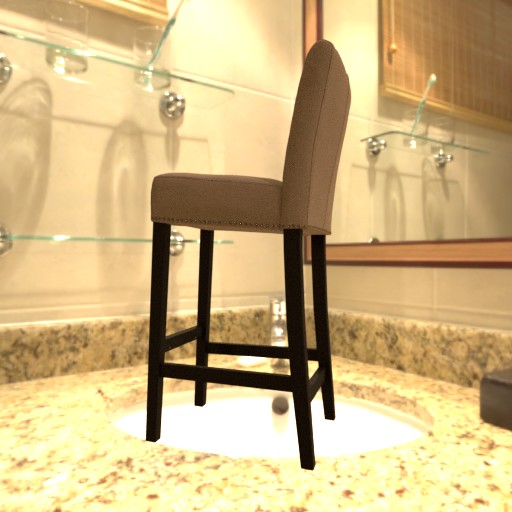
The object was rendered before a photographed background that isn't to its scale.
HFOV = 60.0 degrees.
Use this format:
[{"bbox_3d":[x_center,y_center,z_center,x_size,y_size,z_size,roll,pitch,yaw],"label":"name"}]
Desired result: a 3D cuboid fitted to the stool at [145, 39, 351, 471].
[{"bbox_3d":[0.000,0.000,1.320,0.548,1.047,0.411,0,0,18],"label":"stool"}]
